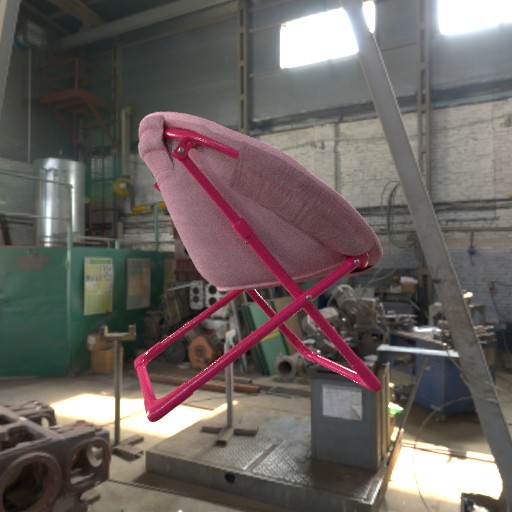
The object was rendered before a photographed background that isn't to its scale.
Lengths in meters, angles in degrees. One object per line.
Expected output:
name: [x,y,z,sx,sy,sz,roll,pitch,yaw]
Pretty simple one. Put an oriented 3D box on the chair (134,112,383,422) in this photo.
chair: [0.000,0.000,0.890,0.459,0.494,0.522,0,-1,-18]
